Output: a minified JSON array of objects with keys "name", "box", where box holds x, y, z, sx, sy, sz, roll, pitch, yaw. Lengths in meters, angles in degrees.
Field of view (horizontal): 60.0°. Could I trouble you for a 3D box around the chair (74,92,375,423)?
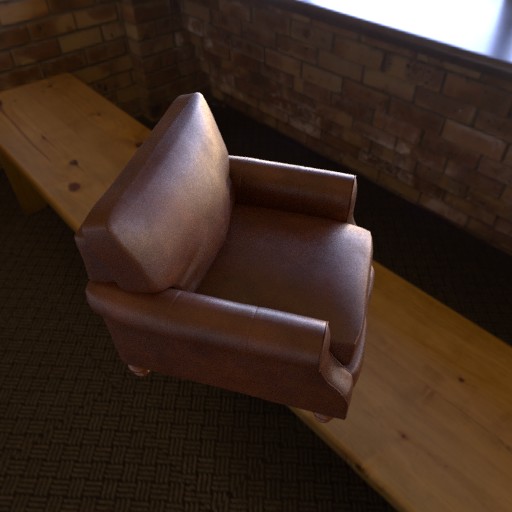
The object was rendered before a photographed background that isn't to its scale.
[{"name":"chair","box":[0.000,0.000,1.779,0.992,0.972,0.989,11,46,11]}]
